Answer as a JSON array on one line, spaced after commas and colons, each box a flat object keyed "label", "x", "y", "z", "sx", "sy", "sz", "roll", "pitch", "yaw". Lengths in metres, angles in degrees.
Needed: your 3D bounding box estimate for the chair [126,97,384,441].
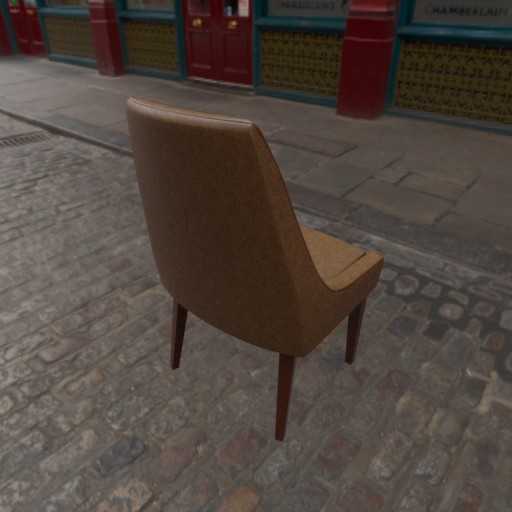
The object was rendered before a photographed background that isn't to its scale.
[{"label": "chair", "x": 0.000, "y": 0.000, "z": 1.213, "sx": 0.529, "sy": 0.861, "sz": 0.544, "roll": 22, "pitch": 37, "yaw": 33}]
